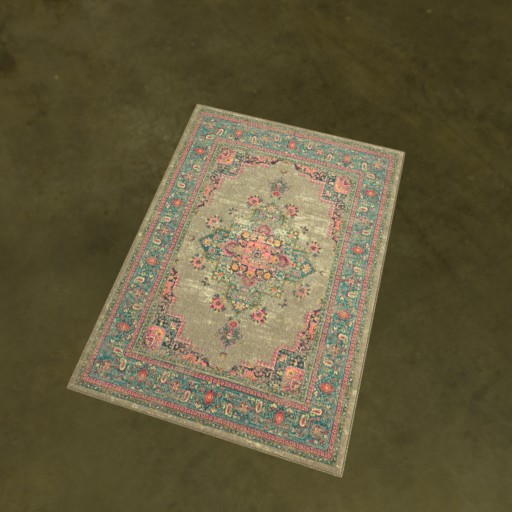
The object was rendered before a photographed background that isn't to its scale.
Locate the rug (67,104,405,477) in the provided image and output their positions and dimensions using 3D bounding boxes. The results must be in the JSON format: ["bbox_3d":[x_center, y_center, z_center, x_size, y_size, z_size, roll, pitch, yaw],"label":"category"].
[{"bbox_3d":[0.000,0.000,2.877,1.609,0.013,2.214,15,66,7],"label":"rug"}]
